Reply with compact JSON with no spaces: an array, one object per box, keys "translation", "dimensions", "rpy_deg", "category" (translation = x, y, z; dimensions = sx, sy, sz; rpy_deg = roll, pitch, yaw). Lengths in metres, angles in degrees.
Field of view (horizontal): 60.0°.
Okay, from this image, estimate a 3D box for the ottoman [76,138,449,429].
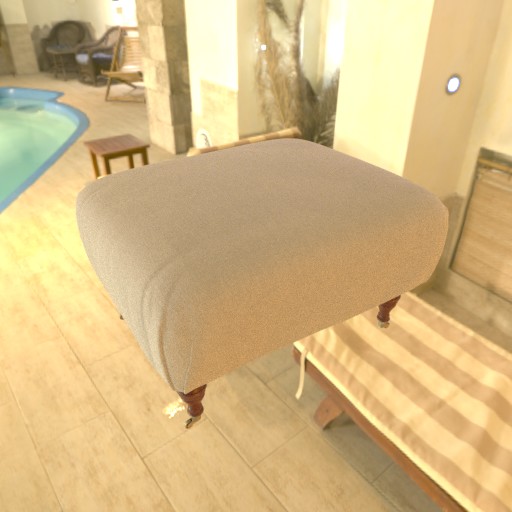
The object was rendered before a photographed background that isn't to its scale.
[{"translation":[0.000,0.000,1.131],"dimensions":[0.746,0.450,0.622],"rpy_deg":[-19,36,-28],"category":"ottoman"}]
